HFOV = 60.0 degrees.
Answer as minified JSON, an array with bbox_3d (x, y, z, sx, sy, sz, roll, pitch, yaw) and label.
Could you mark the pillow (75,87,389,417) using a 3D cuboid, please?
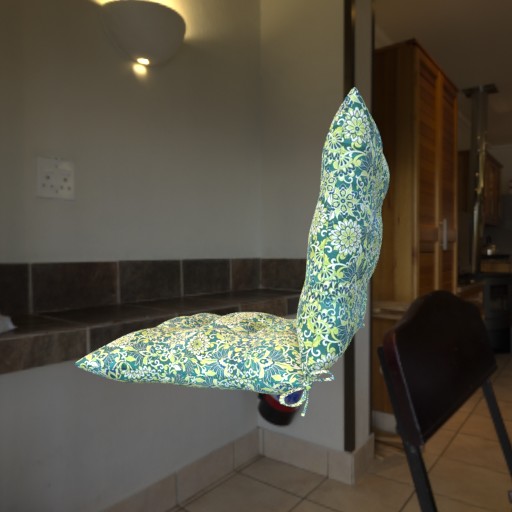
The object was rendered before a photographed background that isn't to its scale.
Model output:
[{"bbox_3d":[0.000,0.000,1.015,0.585,0.536,0.541,0,0,18],"label":"pillow"}]
